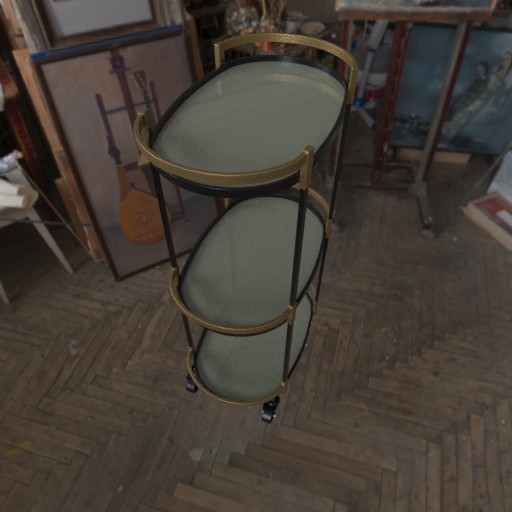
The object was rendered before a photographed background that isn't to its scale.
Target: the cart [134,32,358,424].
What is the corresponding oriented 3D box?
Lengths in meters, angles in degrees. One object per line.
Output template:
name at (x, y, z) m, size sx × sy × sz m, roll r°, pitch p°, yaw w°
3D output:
cart at (0.000, 0.000, 1.111) m, size 0.311 × 0.885 × 0.515 m, roll 17°, pitch 50°, yaw 15°
